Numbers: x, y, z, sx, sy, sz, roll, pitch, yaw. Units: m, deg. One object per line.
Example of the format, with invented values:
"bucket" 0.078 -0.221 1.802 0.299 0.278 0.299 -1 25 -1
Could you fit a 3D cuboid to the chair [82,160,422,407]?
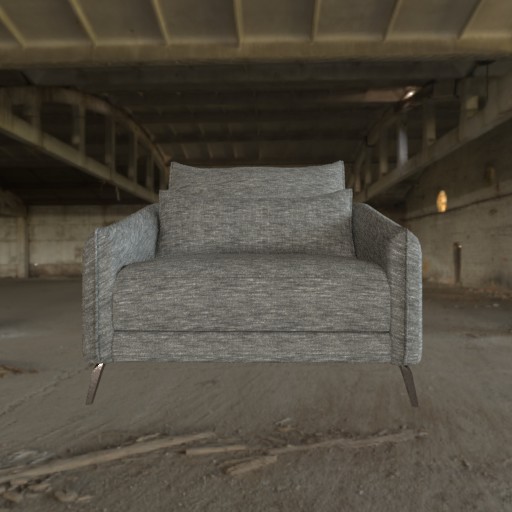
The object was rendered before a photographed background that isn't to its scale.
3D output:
"chair" 0.000 0.000 1.603 1.004 0.842 0.805 0 0 1
